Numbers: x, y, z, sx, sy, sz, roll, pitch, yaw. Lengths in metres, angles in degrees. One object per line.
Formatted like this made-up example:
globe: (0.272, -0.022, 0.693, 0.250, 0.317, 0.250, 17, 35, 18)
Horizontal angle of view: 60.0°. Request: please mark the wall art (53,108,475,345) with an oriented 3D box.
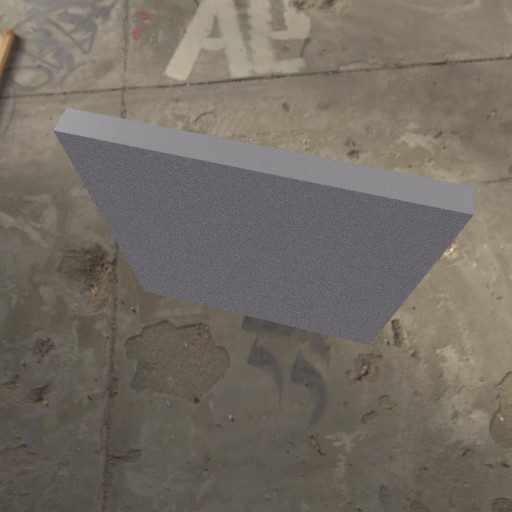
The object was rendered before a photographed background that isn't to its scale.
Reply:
wall art: (0.000, 0.000, 0.526, 0.355, 0.355, 0.027, 13, 63, 6)
